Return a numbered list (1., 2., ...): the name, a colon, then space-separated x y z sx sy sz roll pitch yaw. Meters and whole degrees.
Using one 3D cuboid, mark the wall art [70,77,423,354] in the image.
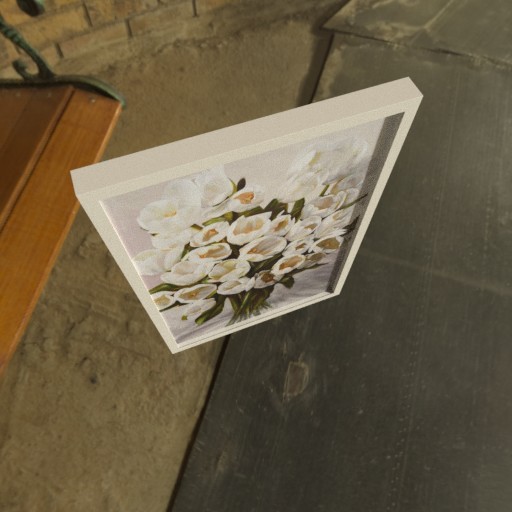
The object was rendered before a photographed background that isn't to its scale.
1. wall art: 0.000 0.000 0.837 0.450 0.657 0.038 -18 64 -9
